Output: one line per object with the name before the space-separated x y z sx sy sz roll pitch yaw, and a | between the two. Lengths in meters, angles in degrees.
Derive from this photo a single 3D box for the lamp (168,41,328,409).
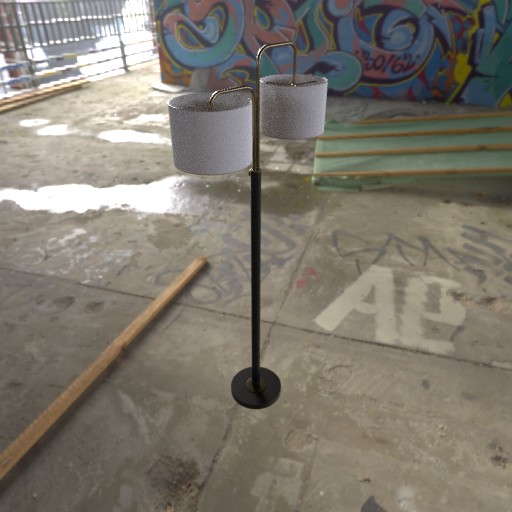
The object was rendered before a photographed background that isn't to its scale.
lamp | 0.000 0.000 1.843 0.254 1.587 0.711 22 38 31
